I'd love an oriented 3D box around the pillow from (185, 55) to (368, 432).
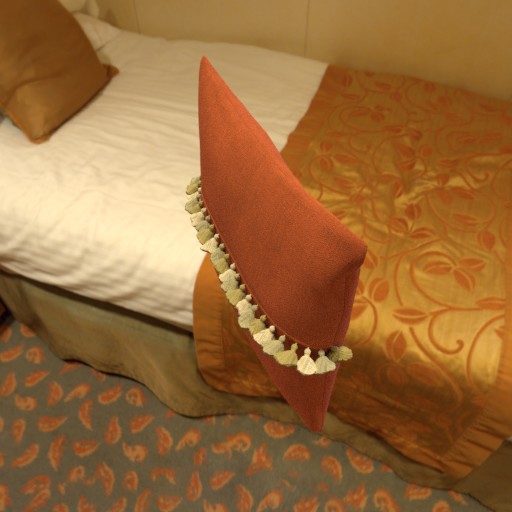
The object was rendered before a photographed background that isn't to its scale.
[{"bbox_3d":[0.000,0.000,0.748,0.165,0.482,0.490,-19,51,-16],"label":"pillow"}]
